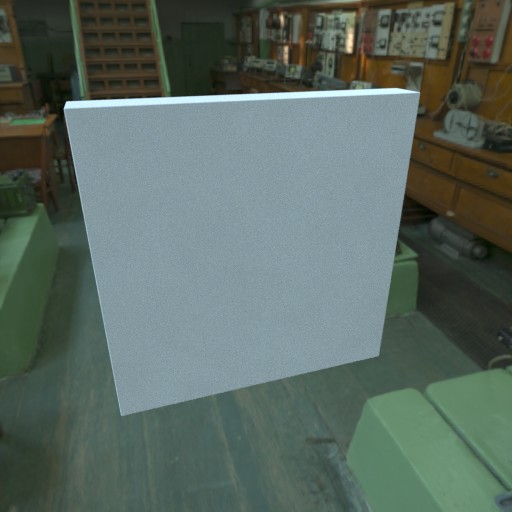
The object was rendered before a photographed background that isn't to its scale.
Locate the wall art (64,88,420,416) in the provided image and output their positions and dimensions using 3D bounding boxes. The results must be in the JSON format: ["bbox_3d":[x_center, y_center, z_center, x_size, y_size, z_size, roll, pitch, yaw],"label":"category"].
[{"bbox_3d":[0.000,0.000,0.447,0.305,0.305,0.038,-8,28,-16],"label":"wall art"}]
